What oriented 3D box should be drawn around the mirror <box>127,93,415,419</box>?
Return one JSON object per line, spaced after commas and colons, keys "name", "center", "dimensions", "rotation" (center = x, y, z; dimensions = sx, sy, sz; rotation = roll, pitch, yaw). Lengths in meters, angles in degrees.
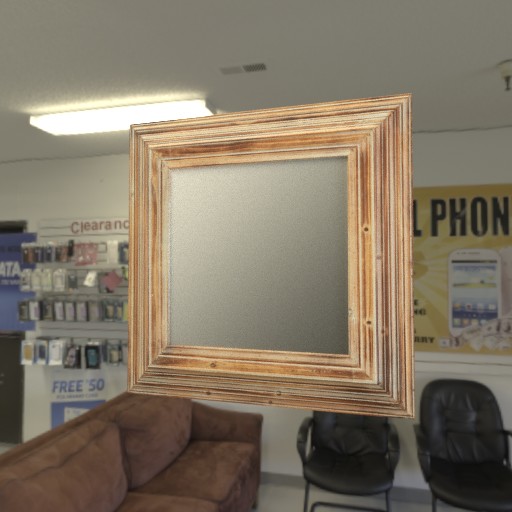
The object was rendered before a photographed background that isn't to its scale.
{"name": "mirror", "center": [0.000, 0.000, 1.198], "dimensions": [0.804, 0.804, 0.061], "rotation": [-1, -2, 17]}
